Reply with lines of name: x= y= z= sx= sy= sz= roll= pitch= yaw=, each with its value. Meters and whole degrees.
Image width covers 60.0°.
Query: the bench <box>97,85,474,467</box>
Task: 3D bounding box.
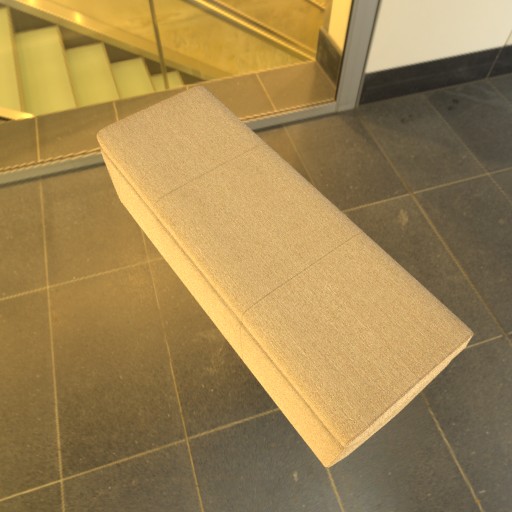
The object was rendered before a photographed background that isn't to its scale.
bench: x=0.000 y=0.000 z=1.472 sx=0.446 sy=0.438 sz=1.269 roll=-32 pitch=63 yaw=-19
